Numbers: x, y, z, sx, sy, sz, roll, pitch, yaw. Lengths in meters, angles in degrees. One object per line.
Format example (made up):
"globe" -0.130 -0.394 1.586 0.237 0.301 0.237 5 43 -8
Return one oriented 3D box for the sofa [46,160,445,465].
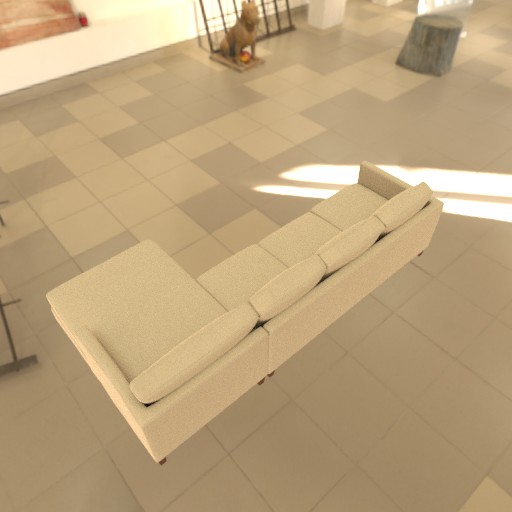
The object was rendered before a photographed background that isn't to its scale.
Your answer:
"sofa" 0.000 0.000 3.901 3.186 0.861 1.625 -32 54 -27
